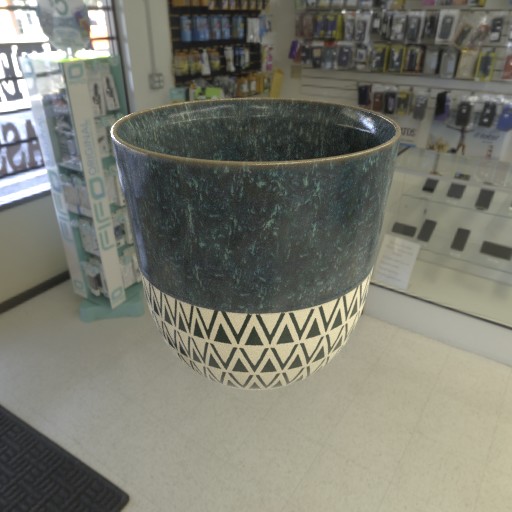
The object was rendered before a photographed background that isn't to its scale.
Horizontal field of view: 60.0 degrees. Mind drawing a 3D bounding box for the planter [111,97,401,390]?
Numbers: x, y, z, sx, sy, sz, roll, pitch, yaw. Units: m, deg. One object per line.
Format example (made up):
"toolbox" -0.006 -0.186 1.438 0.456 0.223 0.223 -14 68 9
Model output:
"planter" 0.000 0.000 0.360 0.195 0.214 0.195 0 29 0
